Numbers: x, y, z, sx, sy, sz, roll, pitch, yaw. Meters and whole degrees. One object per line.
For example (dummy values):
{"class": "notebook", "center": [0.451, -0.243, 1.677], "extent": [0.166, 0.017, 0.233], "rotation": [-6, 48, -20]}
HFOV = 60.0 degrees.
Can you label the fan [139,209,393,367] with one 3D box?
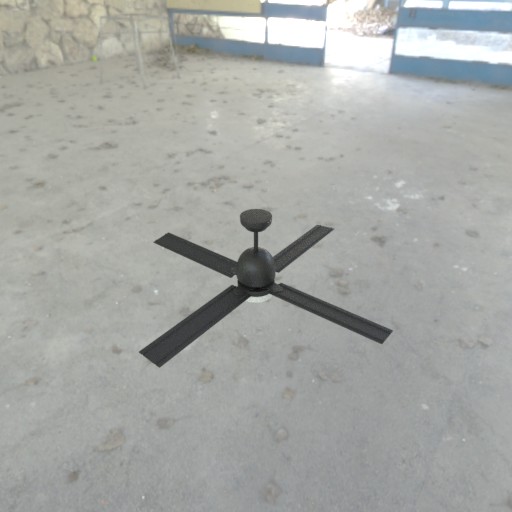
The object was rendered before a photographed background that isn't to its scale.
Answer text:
{"class": "fan", "center": [0.000, 0.000, 2.029], "extent": [1.319, 0.410, 1.319], "rotation": [21, 38, 30]}
